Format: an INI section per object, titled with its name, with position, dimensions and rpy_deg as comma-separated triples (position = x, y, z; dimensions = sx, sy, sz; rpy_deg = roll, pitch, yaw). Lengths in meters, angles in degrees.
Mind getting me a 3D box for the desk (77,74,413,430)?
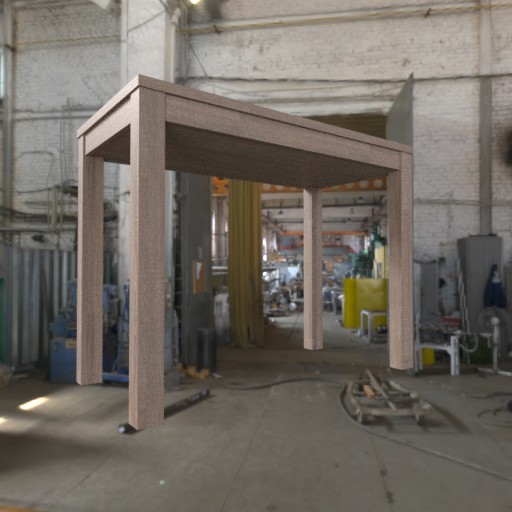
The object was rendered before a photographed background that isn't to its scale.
[desk]
position = 0.000, 0.000, 1.437
dimensions = 0.991, 0.762, 0.495
rpy_deg = 1, -2, -36
